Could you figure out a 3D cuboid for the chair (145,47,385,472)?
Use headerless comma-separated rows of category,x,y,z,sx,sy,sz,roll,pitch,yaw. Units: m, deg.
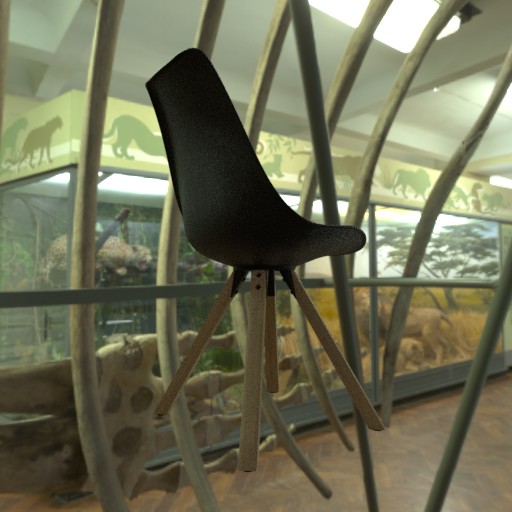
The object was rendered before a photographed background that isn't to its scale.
chair,0.000,0.000,1.145,0.549,0.850,0.485,1,-3,-35
